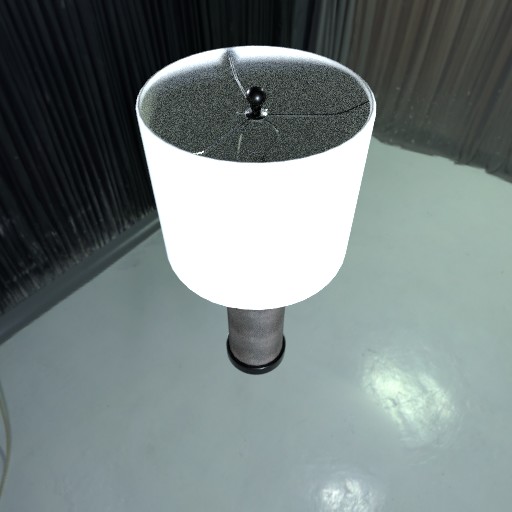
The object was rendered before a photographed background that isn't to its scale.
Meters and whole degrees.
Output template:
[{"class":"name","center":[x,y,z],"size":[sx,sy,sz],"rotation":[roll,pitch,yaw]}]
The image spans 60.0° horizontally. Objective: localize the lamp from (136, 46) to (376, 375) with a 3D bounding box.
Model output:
[{"class":"lamp","center":[0.000,0.000,0.796],"size":[0.305,0.634,0.305],"rotation":[26,53,22]}]
